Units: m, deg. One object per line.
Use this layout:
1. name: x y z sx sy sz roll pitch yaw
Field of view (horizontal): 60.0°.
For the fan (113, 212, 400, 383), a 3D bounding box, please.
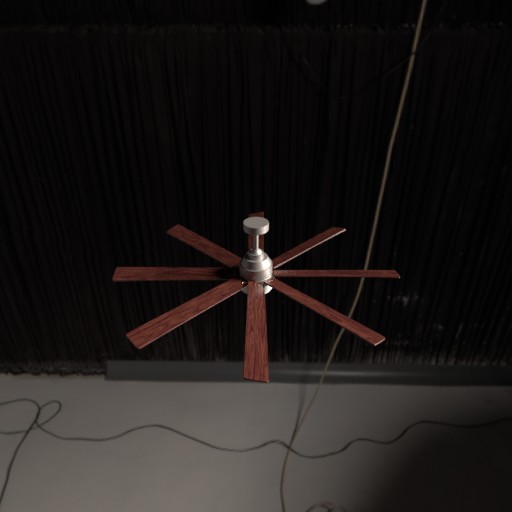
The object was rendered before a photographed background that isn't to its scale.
1. fan: 0.000 0.000 2.794 1.830 0.472 1.830 0 31 0
